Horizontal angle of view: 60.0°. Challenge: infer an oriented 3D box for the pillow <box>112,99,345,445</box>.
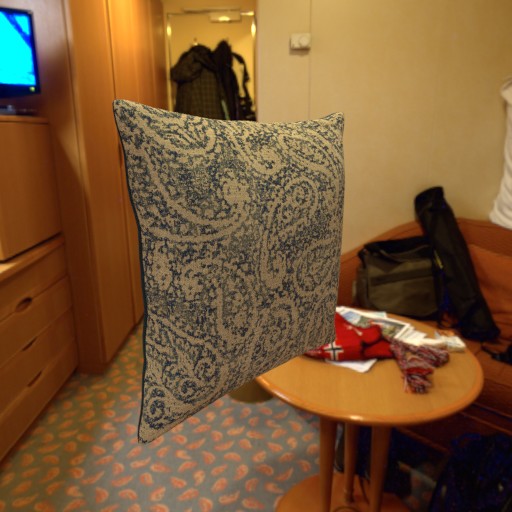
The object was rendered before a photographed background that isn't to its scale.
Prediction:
[{"bbox_3d":[0.000,0.000,0.797,0.166,0.510,0.523,14,21,42],"label":"pillow"}]
